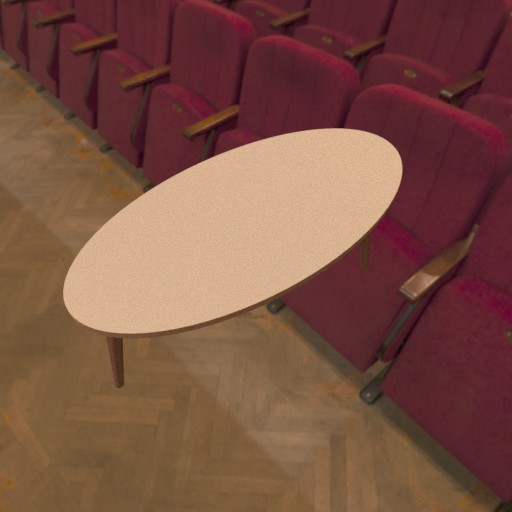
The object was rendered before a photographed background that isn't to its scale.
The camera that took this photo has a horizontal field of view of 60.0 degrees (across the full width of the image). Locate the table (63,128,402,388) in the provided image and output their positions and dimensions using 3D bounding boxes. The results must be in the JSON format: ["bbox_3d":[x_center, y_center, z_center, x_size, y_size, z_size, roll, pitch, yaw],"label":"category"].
[{"bbox_3d":[0.000,0.000,1.361,1.083,0.390,0.542,-32,55,-26],"label":"table"}]
